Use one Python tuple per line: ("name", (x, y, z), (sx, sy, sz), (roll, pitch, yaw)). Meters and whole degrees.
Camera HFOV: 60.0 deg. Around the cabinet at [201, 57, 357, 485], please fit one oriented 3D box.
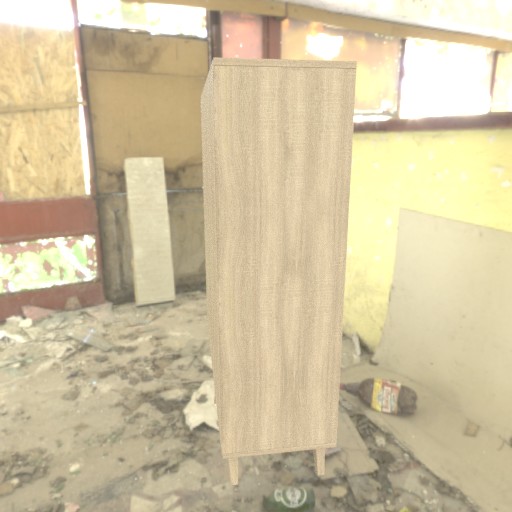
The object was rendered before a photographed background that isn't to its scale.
("cabinet", (0.000, 0.000, 1.903), (0.398, 1.388, 1.111), (-2, 15, -8))
